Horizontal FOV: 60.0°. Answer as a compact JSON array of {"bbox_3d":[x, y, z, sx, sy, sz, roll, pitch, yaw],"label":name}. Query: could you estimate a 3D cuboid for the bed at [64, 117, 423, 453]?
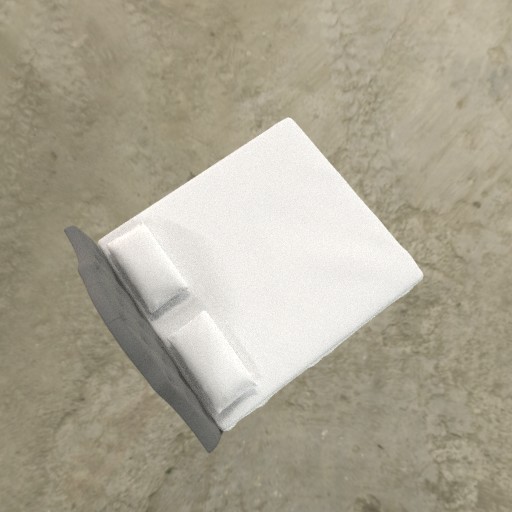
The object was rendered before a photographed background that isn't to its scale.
[{"bbox_3d":[0.000,0.000,3.590,2.214,1.615,2.008,-35,78,-9],"label":"bed"}]
